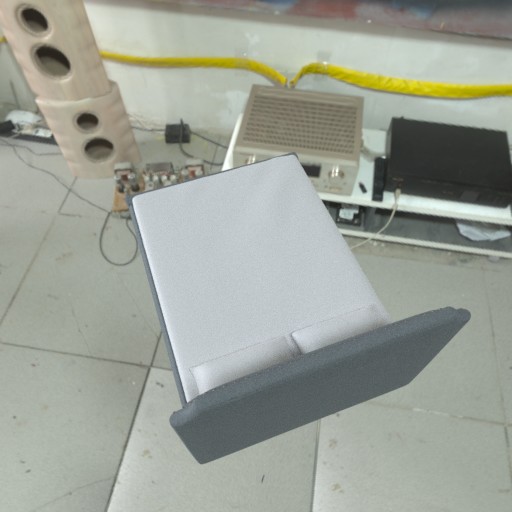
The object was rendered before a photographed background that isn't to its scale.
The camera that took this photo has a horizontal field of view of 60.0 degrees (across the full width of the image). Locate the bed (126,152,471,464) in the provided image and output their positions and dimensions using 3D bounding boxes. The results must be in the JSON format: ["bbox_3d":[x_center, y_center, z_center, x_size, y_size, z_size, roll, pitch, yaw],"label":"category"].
[{"bbox_3d":[0.000,0.000,3.373,1.712,1.443,2.372,-17,58,-11],"label":"bed"}]
